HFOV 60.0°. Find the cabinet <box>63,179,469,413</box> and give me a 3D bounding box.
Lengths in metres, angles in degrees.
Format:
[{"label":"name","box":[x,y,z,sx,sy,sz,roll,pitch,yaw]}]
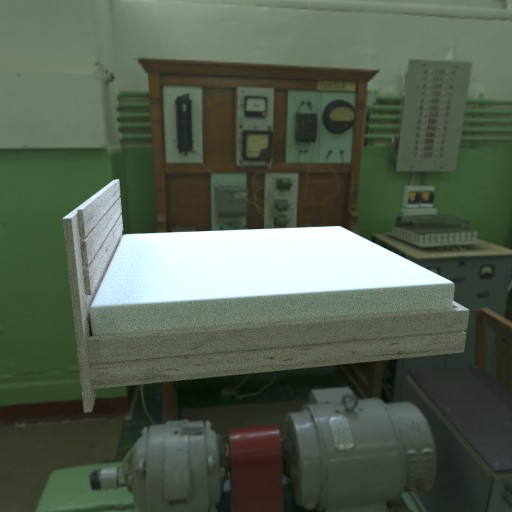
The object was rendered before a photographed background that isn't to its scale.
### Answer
[{"label":"cabinet","box":[0.000,0.000,3.146,2.080,0.970,1.950,-3,15,-11]}]
